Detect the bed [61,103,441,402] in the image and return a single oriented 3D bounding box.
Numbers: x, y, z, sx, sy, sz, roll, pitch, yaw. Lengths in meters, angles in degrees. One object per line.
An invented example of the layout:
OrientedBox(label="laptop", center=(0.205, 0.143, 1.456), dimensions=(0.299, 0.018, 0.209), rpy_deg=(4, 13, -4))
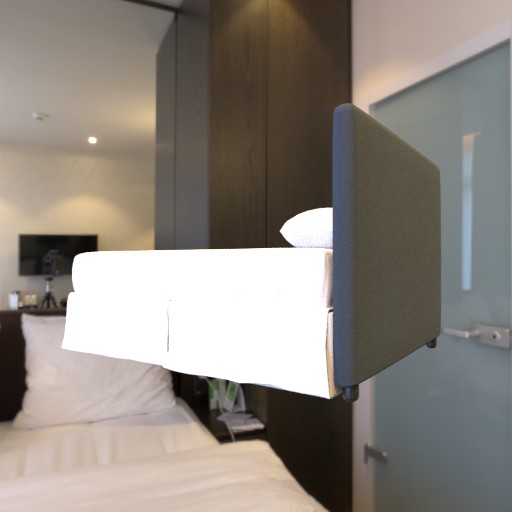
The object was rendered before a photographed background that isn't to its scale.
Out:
OrientedBox(label="bed", center=(0.000, 0.000, 3.164), dimensions=(2.162, 1.330, 1.713), rpy_deg=(0, -1, 35))
